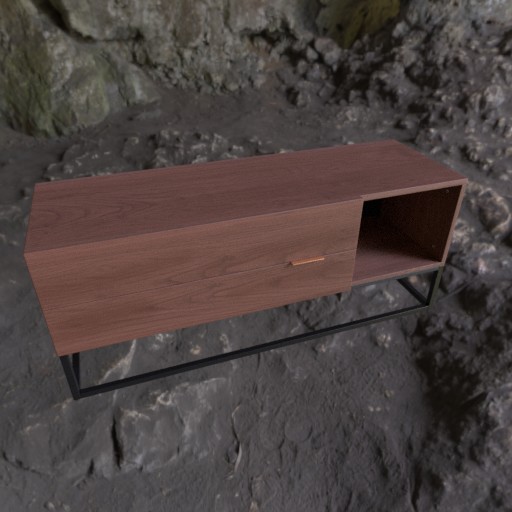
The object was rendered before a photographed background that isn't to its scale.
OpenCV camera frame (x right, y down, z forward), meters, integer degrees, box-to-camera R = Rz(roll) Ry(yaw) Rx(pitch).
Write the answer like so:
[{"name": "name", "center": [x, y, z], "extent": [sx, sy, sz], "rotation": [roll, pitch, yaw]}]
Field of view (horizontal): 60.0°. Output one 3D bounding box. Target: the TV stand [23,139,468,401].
[{"name": "TV stand", "center": [0.000, 0.000, 1.409], "extent": [1.200, 0.500, 0.415], "rotation": [-11, 34, -16]}]
